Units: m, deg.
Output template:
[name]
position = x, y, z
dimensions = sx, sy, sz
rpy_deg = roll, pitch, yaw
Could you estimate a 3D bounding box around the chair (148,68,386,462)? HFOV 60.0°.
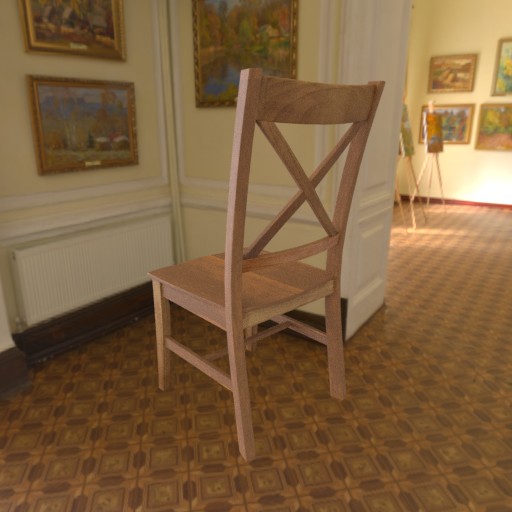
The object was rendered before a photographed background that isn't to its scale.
[chair]
position = 0.000, 0.000, 1.341
dimensions = 0.485, 0.983, 0.542
rpy_deg = -15, 23, -40
